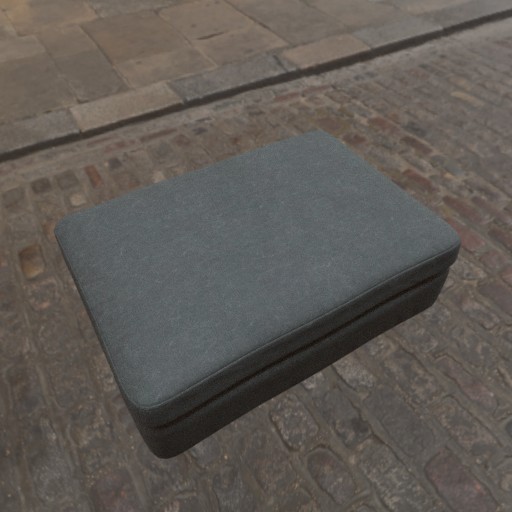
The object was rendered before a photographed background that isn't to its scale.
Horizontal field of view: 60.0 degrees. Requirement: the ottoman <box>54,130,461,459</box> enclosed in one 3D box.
[{"bbox_3d":[0.000,0.000,1.607,1.199,0.429,0.840,-24,52,-21],"label":"ottoman"}]
